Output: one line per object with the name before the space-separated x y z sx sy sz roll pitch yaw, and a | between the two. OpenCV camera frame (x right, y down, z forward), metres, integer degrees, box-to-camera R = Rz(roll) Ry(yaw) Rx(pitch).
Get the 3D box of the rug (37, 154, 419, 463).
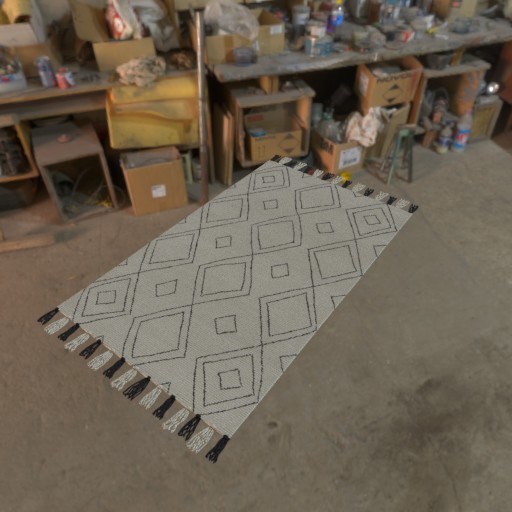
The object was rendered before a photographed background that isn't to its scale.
rug | 0.000 0.000 3.340 1.524 0.021 2.755 27 48 27
